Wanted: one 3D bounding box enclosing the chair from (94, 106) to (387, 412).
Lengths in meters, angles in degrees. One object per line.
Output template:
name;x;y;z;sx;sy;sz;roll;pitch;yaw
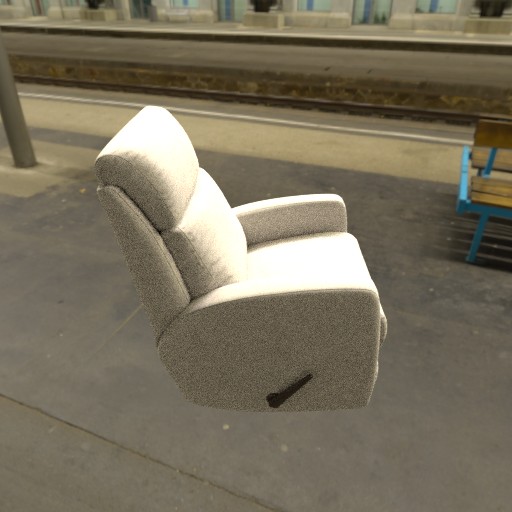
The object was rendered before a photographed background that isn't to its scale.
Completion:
chair;0.000;0.000;1.713;0.941;1.015;0.812;0;31;1
